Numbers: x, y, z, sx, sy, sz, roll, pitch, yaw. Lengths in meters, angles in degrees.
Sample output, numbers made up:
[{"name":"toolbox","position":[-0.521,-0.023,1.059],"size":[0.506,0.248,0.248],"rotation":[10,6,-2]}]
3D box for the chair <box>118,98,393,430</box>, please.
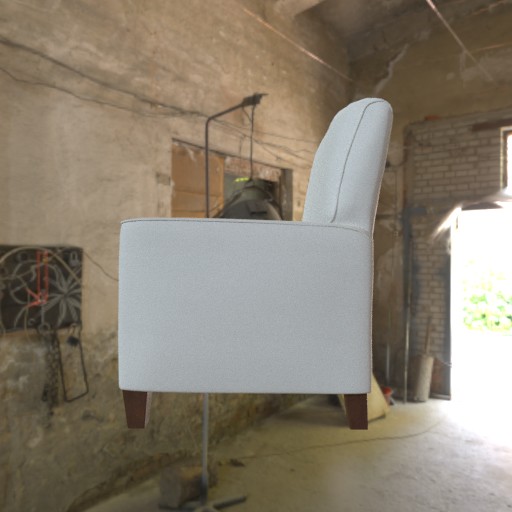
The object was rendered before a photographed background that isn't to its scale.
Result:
[{"name":"chair","position":[0.000,0.000,1.691],"size":[0.858,1.028,0.841],"rotation":[0,1,1]}]
